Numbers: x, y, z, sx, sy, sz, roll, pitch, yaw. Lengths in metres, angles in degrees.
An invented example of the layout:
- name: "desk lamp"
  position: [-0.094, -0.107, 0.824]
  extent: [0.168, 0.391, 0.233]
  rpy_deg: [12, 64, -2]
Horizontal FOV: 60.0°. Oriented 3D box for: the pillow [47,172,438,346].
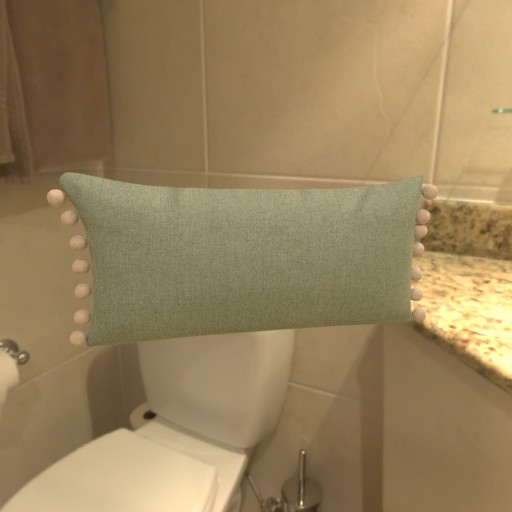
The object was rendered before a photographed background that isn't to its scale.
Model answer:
- name: "pillow"
  position: [0.000, 0.000, 0.839]
  extent: [0.709, 0.322, 0.201]
  rpy_deg: [-3, 16, -9]
